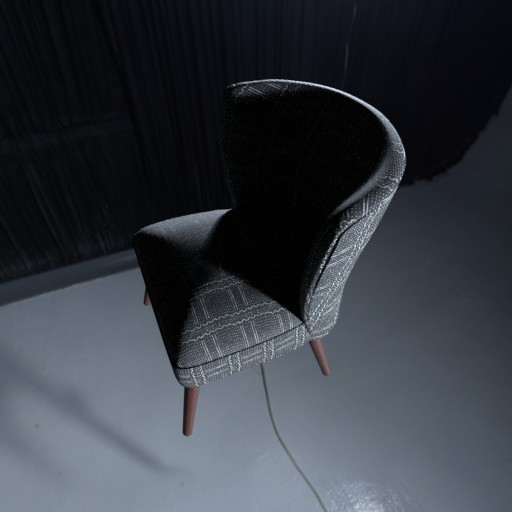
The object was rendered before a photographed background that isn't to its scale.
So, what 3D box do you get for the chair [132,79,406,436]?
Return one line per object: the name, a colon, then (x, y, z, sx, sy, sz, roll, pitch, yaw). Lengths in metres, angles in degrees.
chair: (0.000, 0.000, 1.430, 0.758, 0.866, 0.710, -17, 49, -15)
